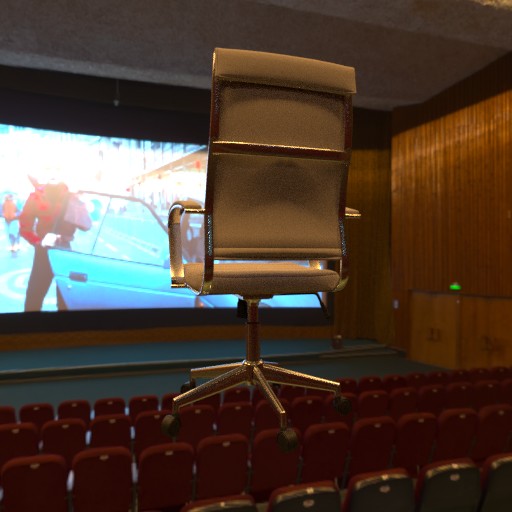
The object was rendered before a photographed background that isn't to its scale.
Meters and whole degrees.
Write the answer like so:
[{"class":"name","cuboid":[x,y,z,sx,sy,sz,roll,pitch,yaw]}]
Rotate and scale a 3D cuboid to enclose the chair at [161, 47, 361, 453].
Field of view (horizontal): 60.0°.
[{"class":"chair","cuboid":[0.000,0.000,1.574,0.679,1.149,0.667,0,0,-18]}]
